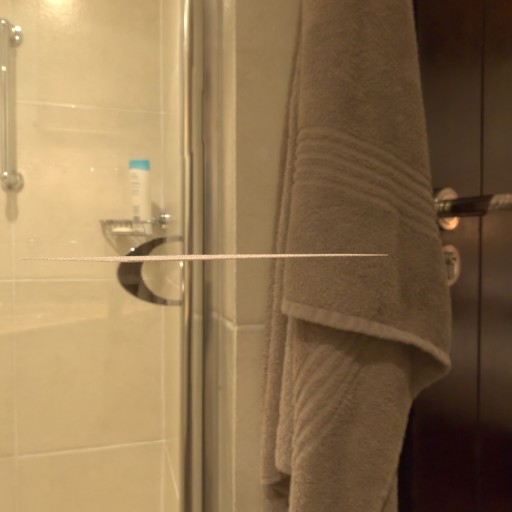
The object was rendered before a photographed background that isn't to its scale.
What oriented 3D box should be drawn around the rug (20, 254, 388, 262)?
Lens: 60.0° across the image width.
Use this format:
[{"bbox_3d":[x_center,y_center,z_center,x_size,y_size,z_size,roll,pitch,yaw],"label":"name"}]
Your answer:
[{"bbox_3d":[0.000,0.000,2.567,0.712,0.013,2.346,1,1,37],"label":"rug"}]
